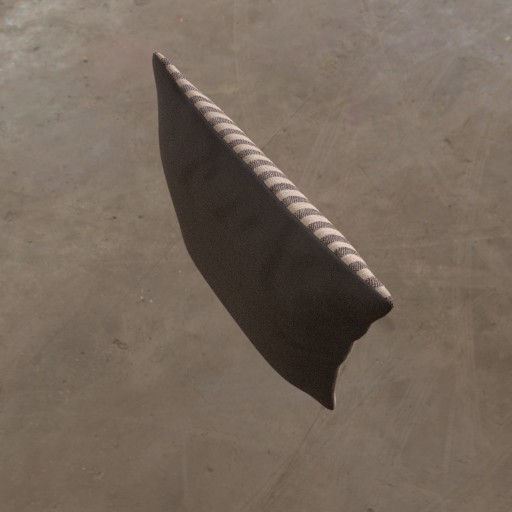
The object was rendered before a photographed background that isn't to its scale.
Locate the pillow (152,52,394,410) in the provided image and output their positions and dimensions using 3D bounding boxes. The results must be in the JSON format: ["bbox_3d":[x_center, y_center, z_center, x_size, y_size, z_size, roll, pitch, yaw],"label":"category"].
[{"bbox_3d":[0.000,0.000,0.781,0.166,0.506,0.523,-31,64,-17],"label":"pillow"}]
